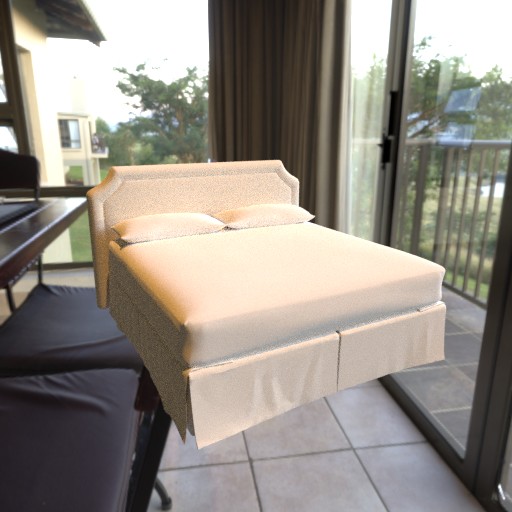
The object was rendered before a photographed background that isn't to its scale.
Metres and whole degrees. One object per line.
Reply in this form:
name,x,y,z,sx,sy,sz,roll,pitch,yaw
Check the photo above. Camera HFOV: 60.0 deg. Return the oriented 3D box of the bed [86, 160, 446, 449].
bed,0.000,0.000,3.498,2.160,1.301,2.204,-9,18,-27
